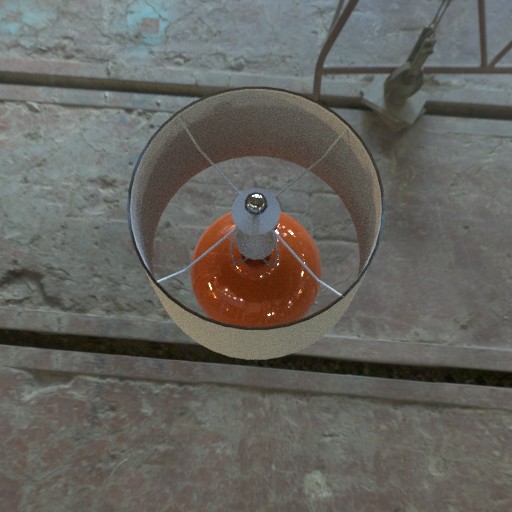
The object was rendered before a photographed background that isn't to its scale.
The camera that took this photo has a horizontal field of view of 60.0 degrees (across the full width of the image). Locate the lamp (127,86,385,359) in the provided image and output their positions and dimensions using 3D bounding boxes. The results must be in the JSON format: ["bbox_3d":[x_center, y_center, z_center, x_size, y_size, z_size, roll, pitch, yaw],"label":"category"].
[{"bbox_3d":[0.000,0.000,0.540,0.247,0.387,0.247,0,77,0],"label":"lamp"}]
